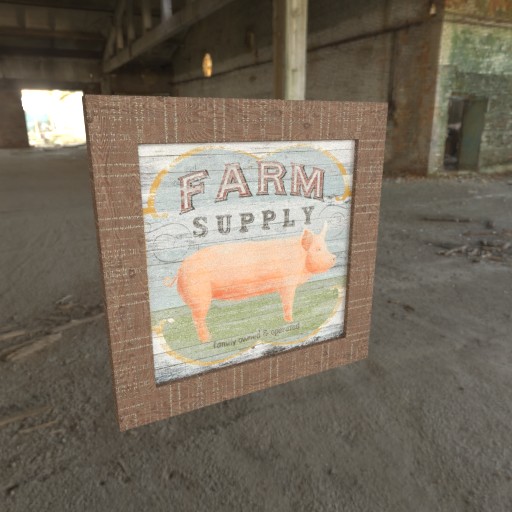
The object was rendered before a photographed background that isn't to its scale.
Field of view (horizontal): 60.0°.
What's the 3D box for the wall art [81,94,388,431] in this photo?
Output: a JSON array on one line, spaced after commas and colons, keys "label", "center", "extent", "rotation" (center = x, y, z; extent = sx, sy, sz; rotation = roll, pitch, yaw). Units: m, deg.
[{"label": "wall art", "center": [0.000, 0.000, 0.798], "extent": [0.531, 0.531, 0.040], "rotation": [-8, 19, -26]}]
